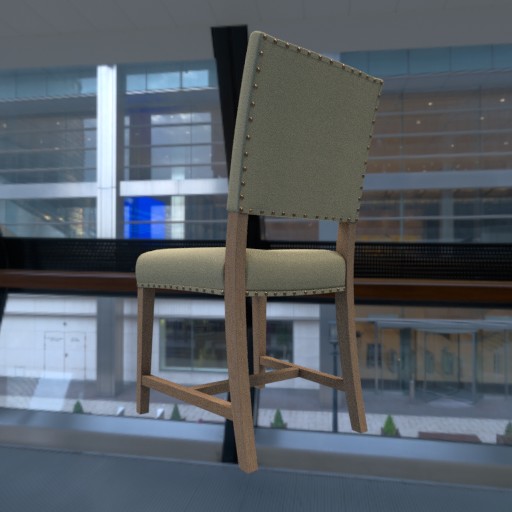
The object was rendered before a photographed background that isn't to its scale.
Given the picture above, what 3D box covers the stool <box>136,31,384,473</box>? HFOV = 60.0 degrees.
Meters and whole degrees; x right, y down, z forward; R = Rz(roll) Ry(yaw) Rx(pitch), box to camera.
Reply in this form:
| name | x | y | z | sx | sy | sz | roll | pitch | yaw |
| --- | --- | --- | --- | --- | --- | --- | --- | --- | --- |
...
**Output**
| name | x | y | z | sx | sy | sz | roll | pitch | yaw |
| --- | --- | --- | --- | --- | --- | --- | --- | --- | --- |
| stool | 0.000 | 0.000 | 1.321 | 0.508 | 0.986 | 0.623 | 1 | -1 | -37 |
